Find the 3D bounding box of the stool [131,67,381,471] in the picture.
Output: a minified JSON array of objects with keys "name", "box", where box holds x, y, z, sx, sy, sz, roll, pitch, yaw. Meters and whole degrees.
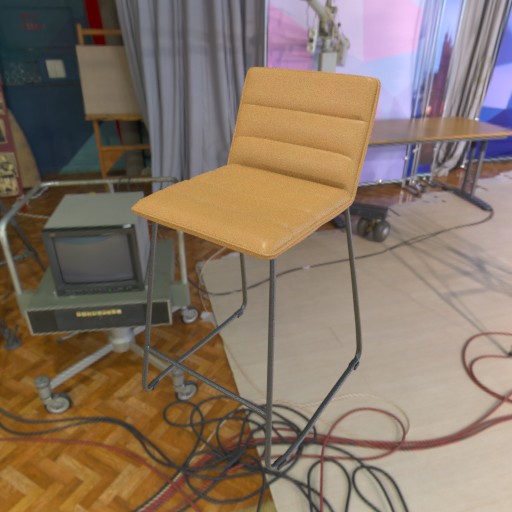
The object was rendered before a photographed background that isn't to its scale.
[{"name":"stool","box":[0.000,0.000,1.174,0.489,0.866,0.524,19,35,30]}]
